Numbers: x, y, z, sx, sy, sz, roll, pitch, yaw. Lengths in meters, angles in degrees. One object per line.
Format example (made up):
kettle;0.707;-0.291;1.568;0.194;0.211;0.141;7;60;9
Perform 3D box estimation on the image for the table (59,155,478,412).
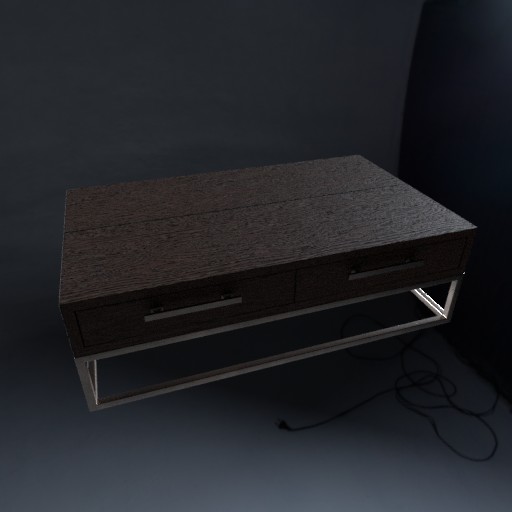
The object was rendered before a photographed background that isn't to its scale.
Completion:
table;0.000;0.000;1.525;1.167;0.361;0.719;-10;33;-16
